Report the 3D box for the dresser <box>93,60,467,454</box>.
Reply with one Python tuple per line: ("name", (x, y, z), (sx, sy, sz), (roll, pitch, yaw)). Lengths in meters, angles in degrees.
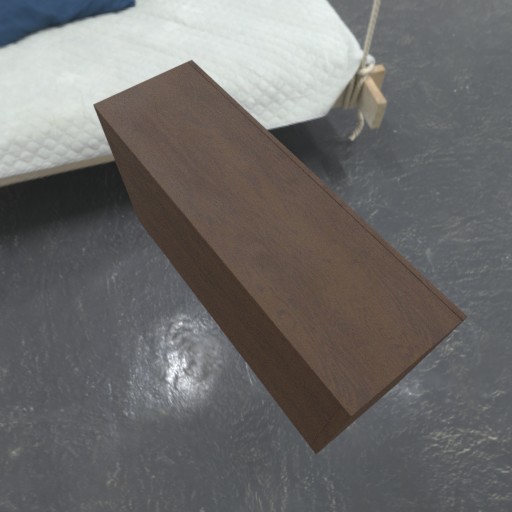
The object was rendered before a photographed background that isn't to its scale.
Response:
("dresser", (0.000, 0.000, 1.954), (0.512, 0.889, 1.523), (-33, 65, -18))
